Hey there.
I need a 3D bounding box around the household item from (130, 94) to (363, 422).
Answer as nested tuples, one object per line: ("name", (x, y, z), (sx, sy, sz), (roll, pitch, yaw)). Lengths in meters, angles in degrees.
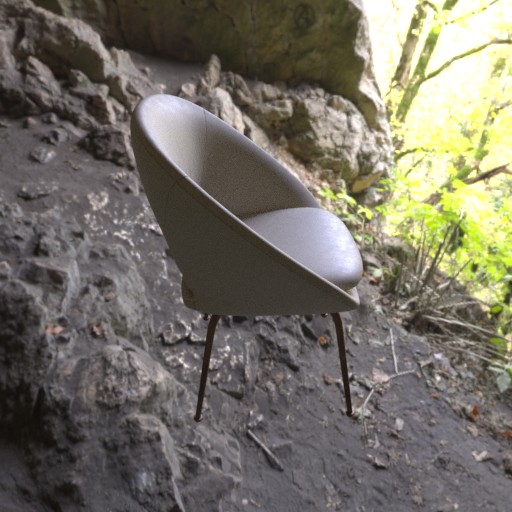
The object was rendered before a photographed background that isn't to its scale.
("household item", (0.000, 0.000, 1.255), (0.573, 0.852, 0.623), (-1, 33, -2))
